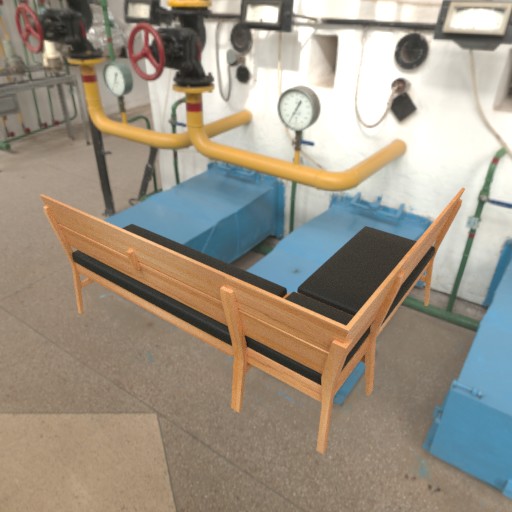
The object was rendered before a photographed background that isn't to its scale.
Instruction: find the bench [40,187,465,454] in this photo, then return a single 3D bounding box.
[{"bbox_3d":[0.000,0.000,2.821,1.948,0.890,1.548,21,38,30],"label":"bench"}]
